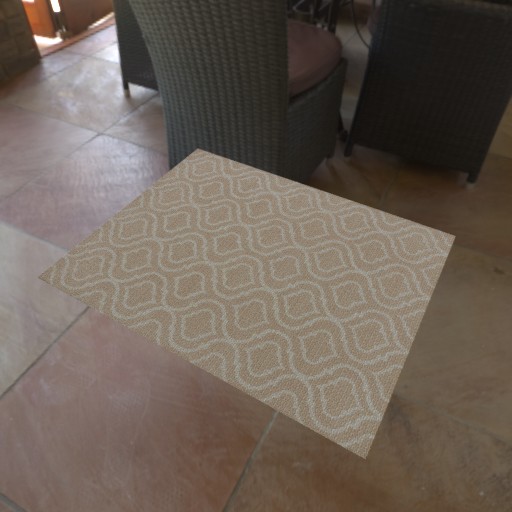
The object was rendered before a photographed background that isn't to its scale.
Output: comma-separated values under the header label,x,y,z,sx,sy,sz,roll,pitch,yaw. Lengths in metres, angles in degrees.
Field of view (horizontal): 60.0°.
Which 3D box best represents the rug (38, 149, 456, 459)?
label,x,y,z,sx,sy,sz,roll,pitch,yaw
rug,0.000,0.000,3.877,2.894,0.013,2.286,23,50,21
